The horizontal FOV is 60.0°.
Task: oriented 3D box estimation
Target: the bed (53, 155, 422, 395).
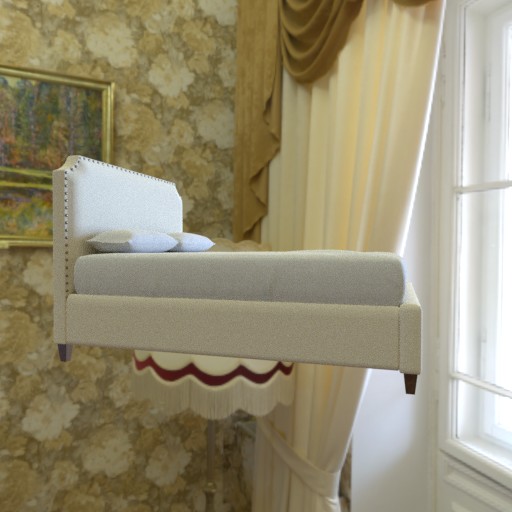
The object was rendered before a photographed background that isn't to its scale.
[{"bbox_3d":[0.000,0.000,3.422,2.329,1.415,1.703,0,1,18],"label":"bed"}]
